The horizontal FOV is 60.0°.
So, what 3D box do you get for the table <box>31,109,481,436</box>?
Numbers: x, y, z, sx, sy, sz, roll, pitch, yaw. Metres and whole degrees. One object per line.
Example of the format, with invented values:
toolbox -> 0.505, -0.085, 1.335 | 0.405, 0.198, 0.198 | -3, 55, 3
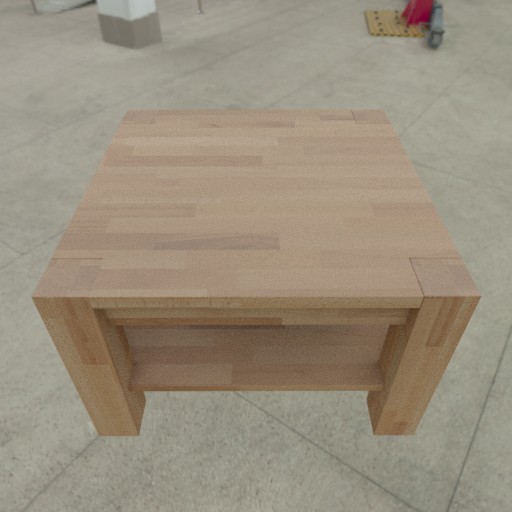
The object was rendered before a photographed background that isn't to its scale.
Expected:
table -> 0.000, 0.000, 1.099 | 0.700, 0.451, 0.700 | 0, 42, 0
